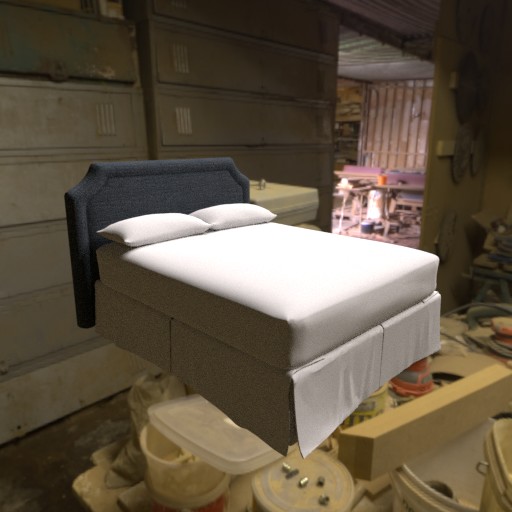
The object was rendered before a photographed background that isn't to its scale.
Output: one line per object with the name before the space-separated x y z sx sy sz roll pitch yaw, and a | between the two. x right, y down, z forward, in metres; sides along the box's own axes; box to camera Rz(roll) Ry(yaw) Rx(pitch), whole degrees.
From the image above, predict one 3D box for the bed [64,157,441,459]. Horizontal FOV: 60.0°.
bed | 0.000 0.000 3.217 1.828 1.297 2.208 -14 21 -43
